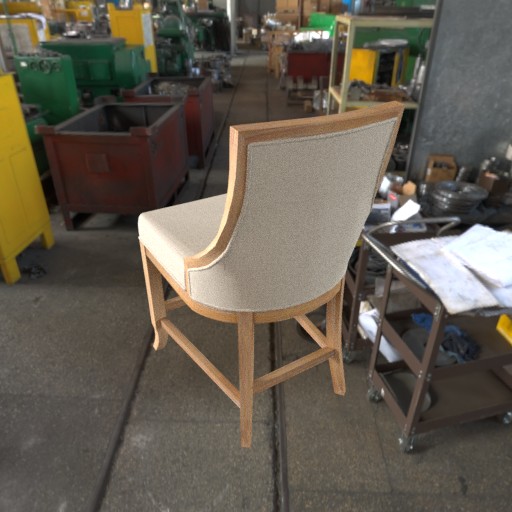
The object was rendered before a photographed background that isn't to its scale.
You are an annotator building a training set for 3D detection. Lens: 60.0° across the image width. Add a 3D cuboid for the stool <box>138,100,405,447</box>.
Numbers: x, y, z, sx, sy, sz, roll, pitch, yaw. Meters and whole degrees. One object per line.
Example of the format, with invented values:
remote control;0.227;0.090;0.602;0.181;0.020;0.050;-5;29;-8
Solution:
stool;0.000;0.000;1.333;0.524;0.938;0.626;-18;35;-28
